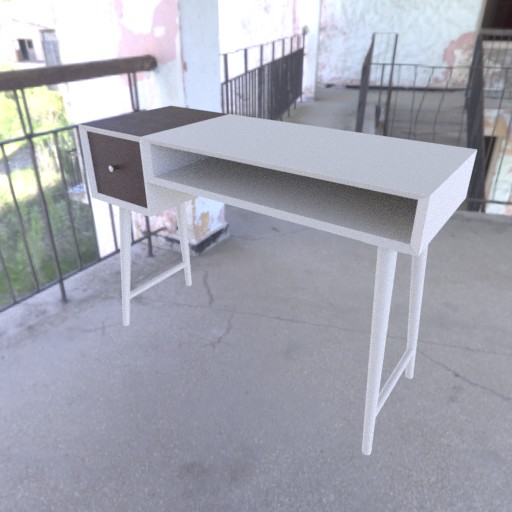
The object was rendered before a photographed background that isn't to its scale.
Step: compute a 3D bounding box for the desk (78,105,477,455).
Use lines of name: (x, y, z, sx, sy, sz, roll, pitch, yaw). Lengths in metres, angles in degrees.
desk: (0.000, 0.000, 1.416, 1.069, 0.761, 0.409, 19, 34, 31)
